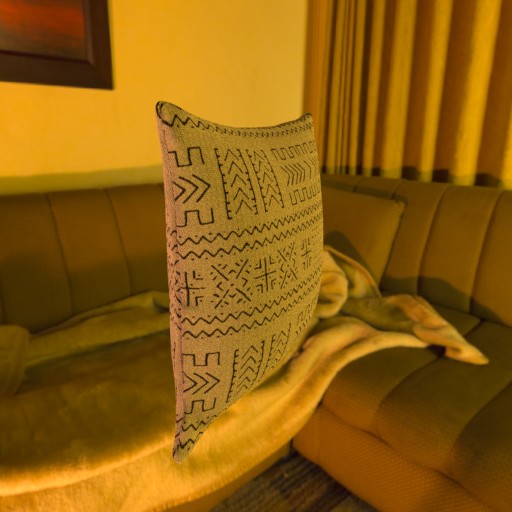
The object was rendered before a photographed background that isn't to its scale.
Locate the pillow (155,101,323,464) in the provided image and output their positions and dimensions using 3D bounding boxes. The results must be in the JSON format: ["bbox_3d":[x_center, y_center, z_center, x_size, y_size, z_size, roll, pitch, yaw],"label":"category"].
[{"bbox_3d":[0.000,0.000,0.672,0.164,0.430,0.438,8,17,26],"label":"pillow"}]
